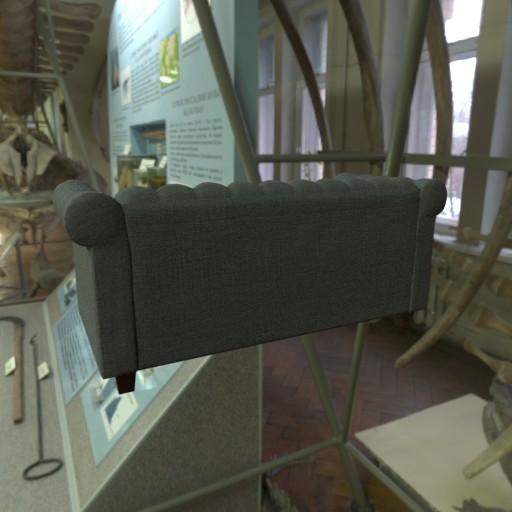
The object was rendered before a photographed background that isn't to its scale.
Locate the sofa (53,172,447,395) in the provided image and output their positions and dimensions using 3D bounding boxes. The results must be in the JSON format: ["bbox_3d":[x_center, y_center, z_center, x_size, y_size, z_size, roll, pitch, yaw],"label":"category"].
[{"bbox_3d":[0.000,0.000,2.249,1.798,0.797,0.783,-7,15,-26],"label":"sofa"}]
